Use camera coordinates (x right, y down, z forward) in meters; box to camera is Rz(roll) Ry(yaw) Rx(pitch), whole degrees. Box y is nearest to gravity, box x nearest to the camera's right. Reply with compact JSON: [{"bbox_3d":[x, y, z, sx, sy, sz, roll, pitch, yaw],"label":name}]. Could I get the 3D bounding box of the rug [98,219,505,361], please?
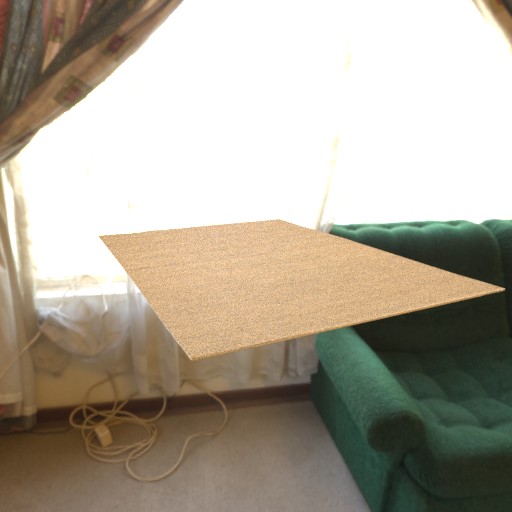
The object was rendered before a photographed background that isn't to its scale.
[{"bbox_3d":[0.000,0.000,2.808,1.624,0.030,2.264,-7,16,-26],"label":"rug"}]
